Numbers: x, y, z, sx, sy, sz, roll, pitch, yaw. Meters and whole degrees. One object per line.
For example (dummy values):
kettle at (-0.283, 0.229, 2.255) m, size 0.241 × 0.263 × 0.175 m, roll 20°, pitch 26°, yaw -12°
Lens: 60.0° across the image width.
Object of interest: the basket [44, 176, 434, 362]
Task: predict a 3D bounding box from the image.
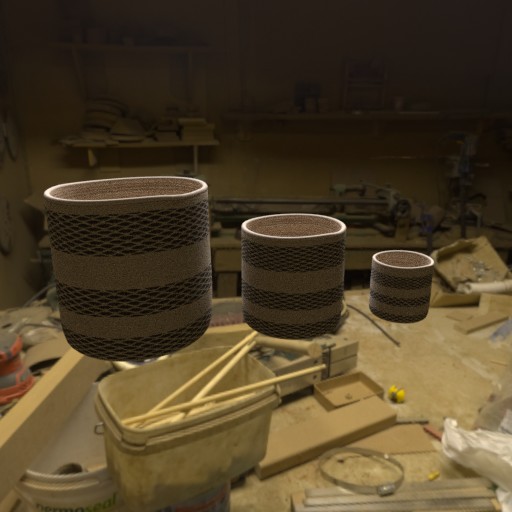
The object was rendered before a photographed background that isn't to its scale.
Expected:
basket at (0.000, 0.000, 1.075) m, size 0.917 × 0.356 × 0.351 m, roll -3°, pitch 17°, yaw -8°
